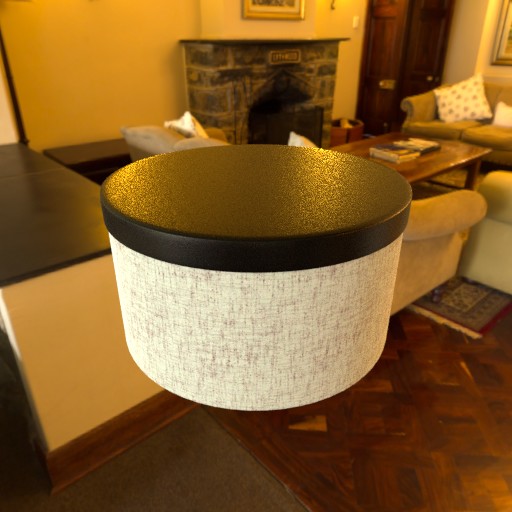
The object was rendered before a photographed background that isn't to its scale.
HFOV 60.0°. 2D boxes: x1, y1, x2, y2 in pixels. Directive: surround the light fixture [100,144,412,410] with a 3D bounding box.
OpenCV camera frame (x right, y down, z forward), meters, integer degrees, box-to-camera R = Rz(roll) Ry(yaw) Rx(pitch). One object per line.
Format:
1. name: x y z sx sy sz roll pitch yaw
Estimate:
1. light fixture: 0.000 0.000 0.628 0.389 0.229 0.389 0 27 0
